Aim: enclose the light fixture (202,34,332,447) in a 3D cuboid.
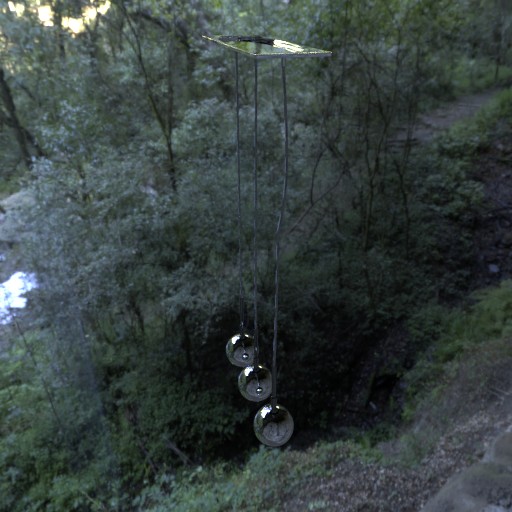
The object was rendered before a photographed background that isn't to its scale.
[{"bbox_3d":[0.000,0.000,1.619,0.188,1.408,0.623,-9,31,-15],"label":"light fixture"}]
